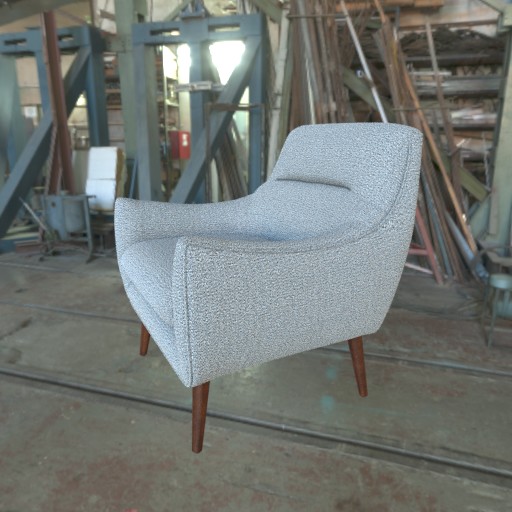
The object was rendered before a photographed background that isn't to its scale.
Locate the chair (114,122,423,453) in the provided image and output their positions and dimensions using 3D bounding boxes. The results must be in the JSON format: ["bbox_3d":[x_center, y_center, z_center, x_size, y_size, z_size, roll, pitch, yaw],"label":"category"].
[{"bbox_3d":[0.000,0.000,1.450,0.787,0.838,0.762,-8,17,-26],"label":"chair"}]
